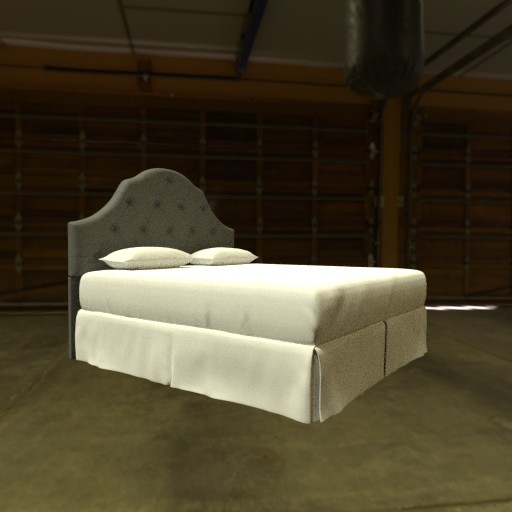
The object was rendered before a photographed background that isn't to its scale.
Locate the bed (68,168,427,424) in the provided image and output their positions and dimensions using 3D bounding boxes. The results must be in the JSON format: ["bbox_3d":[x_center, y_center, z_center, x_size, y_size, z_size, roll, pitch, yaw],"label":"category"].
[{"bbox_3d":[0.000,0.000,3.583,2.214,1.615,2.008,1,2,37],"label":"bed"}]
